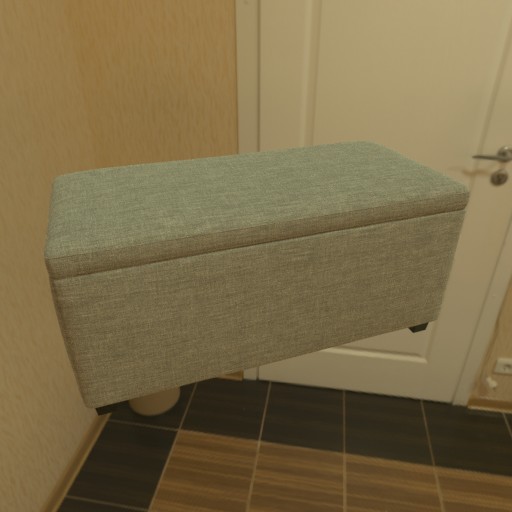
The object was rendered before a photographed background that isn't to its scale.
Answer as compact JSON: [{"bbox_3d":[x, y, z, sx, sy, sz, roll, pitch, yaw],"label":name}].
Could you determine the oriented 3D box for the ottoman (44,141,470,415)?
[{"bbox_3d":[0.000,0.000,1.105,0.902,0.432,0.419,-10,32,-17],"label":"ottoman"}]
